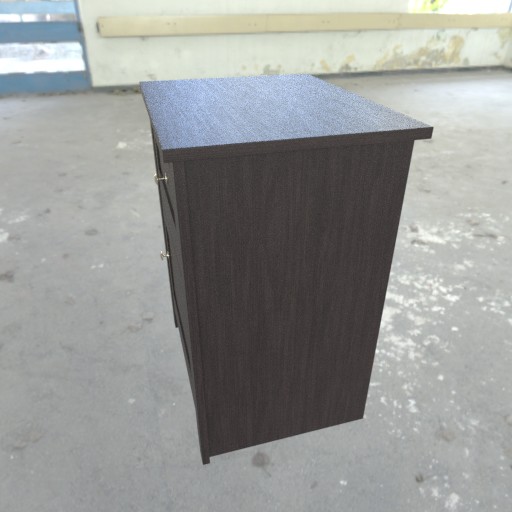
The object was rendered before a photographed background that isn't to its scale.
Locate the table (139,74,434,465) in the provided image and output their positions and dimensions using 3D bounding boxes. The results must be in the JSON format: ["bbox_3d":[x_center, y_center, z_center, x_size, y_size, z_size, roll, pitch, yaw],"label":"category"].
[{"bbox_3d":[0.000,0.000,0.936,0.381,0.635,0.480,-8,32,-14],"label":"table"}]
